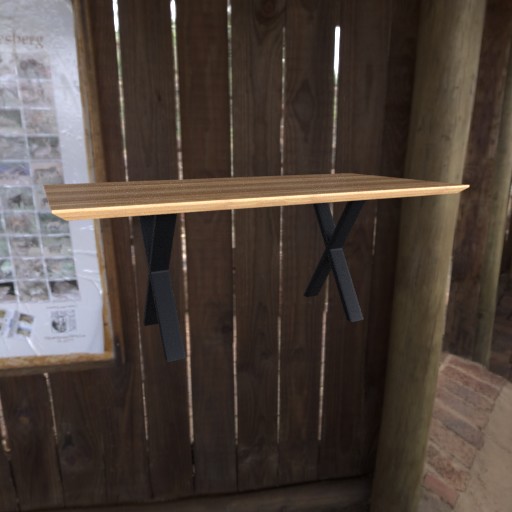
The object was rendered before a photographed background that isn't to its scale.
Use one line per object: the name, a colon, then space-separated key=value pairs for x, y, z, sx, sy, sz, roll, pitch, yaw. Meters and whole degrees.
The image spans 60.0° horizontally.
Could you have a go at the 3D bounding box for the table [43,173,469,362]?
table: x=0.000 y=0.000 z=2.421 sx=2.000 sy=0.770 sz=1.000 roll=-7 pitch=16 yaw=-25
